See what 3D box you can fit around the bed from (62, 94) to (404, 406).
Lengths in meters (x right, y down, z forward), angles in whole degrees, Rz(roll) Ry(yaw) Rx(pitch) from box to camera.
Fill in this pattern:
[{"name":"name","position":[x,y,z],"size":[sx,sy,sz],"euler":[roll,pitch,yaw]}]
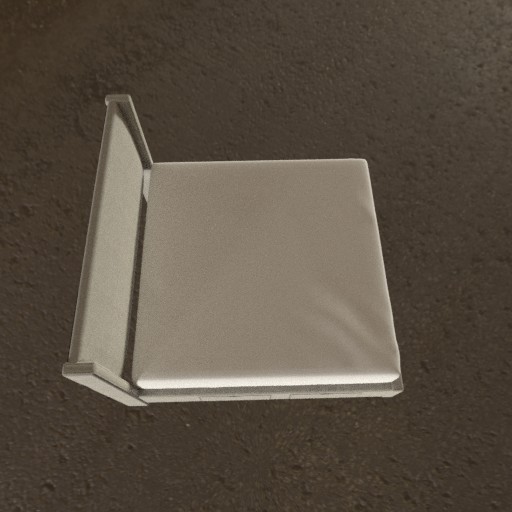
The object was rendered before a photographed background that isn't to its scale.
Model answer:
[{"name":"bed","position":[0.000,0.000,3.649],"size":[2.280,1.470,2.140],"euler":[-1,65,-1]}]
